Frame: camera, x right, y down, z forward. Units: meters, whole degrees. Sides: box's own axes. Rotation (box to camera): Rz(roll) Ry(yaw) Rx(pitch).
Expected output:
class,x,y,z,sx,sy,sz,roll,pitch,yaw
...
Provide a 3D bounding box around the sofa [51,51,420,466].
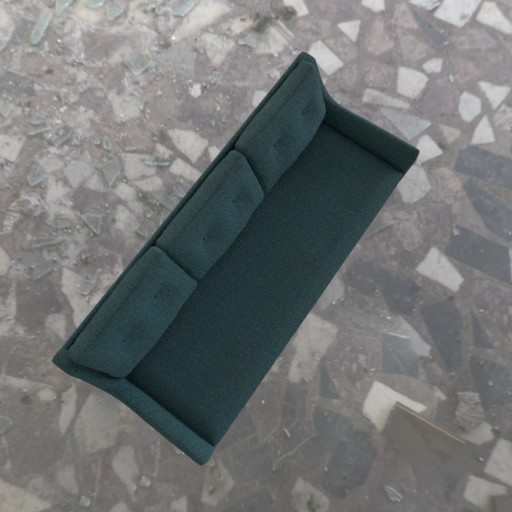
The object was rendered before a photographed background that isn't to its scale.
class,x,y,z,sx,sy,sz,roll,pitch,yaw
sofa,0.000,0.000,2.474,0.849,0.837,2.060,35,79,8
